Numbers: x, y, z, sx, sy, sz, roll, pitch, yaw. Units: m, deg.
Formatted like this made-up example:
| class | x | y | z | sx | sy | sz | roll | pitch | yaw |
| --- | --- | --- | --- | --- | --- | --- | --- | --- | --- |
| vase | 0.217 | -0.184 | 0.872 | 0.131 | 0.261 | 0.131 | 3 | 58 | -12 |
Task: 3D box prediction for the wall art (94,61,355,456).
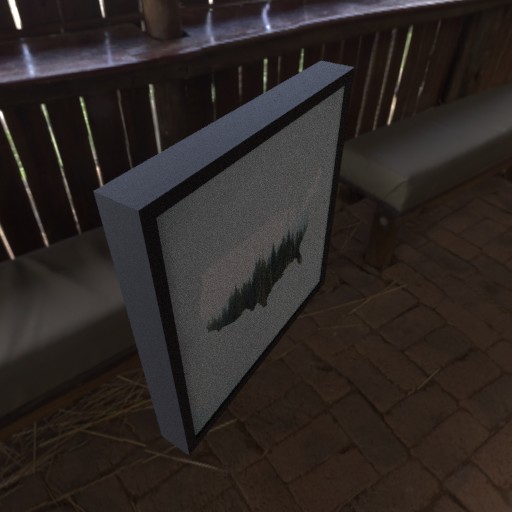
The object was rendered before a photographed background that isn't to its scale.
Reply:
| class | x | y | z | sx | sy | sz | roll | pitch | yaw |
| --- | --- | --- | --- | --- | --- | --- | --- | --- | --- |
| wall art | 0.000 | 0.000 | 0.459 | 0.038 | 0.304 | 0.304 | 23 | 46 | 25 |
